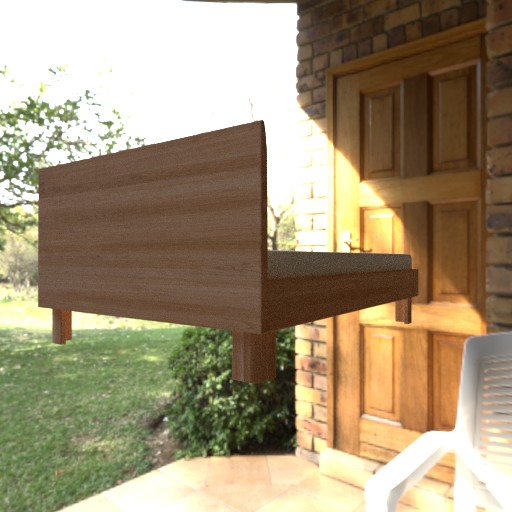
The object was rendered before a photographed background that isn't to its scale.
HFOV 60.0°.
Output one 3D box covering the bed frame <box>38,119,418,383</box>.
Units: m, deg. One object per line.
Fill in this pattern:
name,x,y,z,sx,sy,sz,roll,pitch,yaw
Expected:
bed frame,0.000,0.000,2.776,1.472,0.940,1.992,0,0,35
